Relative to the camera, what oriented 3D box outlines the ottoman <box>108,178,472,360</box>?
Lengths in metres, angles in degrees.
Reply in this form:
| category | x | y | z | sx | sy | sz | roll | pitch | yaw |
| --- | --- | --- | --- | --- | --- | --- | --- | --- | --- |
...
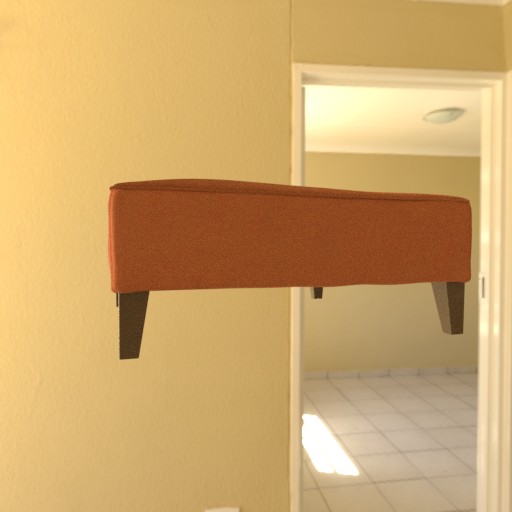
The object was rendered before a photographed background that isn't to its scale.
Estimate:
| category | x | y | z | sx | sy | sz | roll | pitch | yaw |
| --- | --- | --- | --- | --- | --- | --- | --- | --- | --- |
| ottoman | 0.000 | 0.000 | 1.580 | 0.997 | 0.438 | 0.999 | 0 | 1 | -18 |
